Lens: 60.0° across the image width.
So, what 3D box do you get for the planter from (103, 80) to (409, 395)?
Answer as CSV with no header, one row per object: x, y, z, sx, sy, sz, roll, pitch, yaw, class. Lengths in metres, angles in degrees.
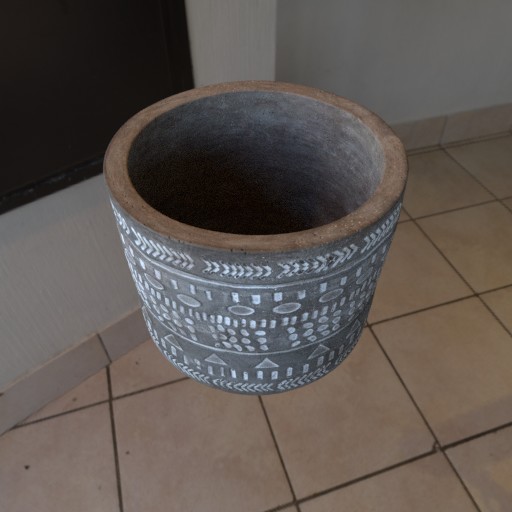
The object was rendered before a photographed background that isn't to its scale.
0.000,0.000,0.262,0.142,0.149,0.142,0,46,0,planter
